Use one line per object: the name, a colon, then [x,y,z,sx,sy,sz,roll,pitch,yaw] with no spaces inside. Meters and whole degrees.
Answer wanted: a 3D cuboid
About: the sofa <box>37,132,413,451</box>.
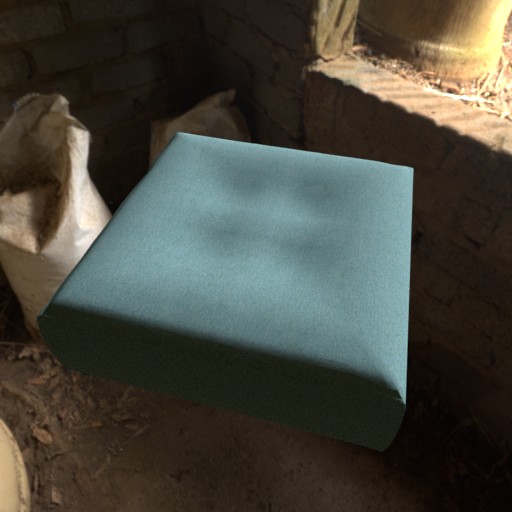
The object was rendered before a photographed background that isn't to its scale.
sofa: [0.000,0.000,1.425,0.930,0.330,0.930,11,47,10]
